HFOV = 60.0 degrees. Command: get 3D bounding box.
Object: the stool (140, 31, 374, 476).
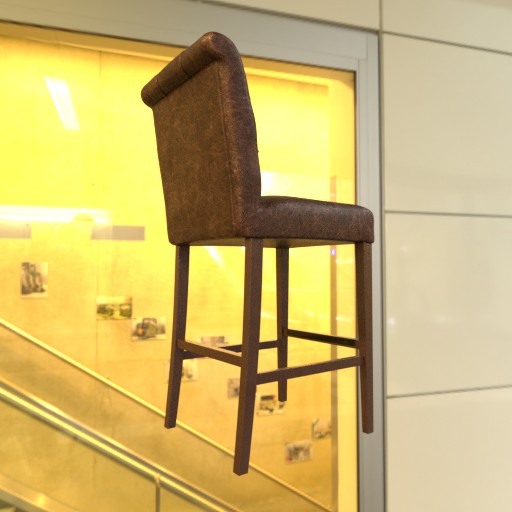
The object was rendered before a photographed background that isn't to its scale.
[{"bbox_3d":[0.000,0.000,1.489,0.659,1.168,0.483,1,-2,-36],"label":"stool"}]
